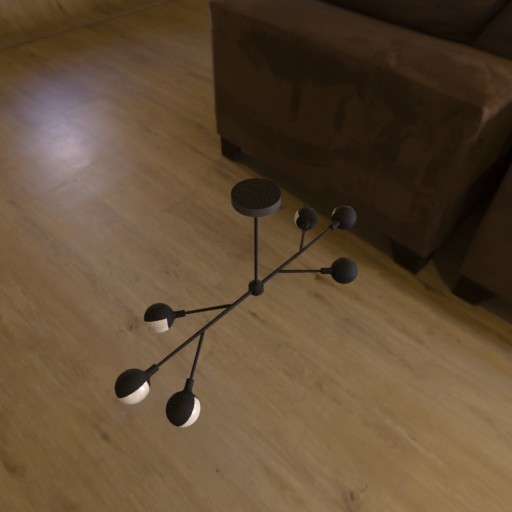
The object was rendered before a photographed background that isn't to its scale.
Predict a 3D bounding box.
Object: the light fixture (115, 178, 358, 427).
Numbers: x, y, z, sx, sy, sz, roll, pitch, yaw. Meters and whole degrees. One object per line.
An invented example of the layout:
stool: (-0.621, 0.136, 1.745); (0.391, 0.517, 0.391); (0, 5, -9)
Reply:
light fixture: (0.000, 0.000, 1.018); (0.778, 0.362, 0.434); (-23, 50, -21)
